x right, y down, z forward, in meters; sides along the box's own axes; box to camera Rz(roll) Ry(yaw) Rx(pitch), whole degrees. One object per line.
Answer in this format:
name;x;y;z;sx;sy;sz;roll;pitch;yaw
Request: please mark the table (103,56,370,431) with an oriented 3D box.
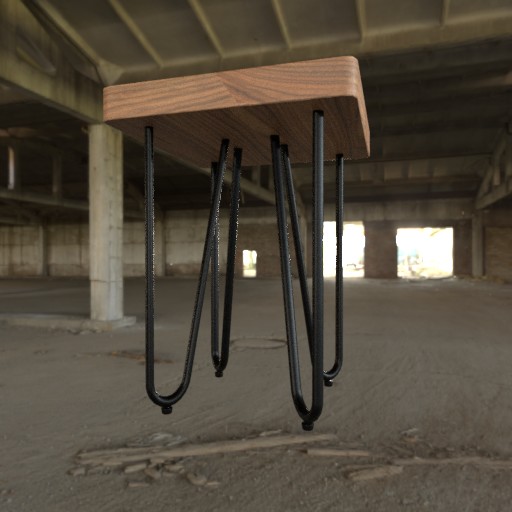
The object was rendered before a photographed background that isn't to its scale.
table;0.000;0.000;1.001;0.479;0.641;0.480;0;0;17
